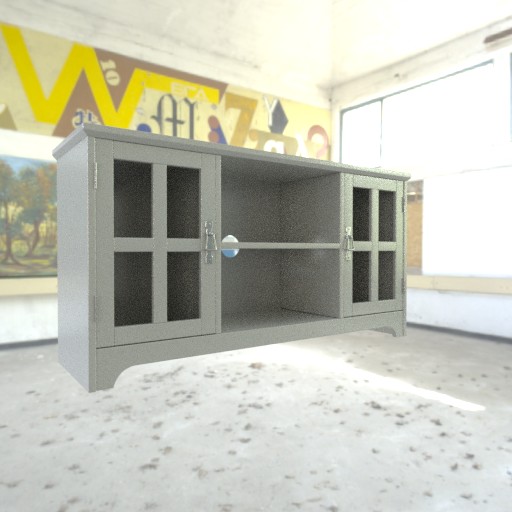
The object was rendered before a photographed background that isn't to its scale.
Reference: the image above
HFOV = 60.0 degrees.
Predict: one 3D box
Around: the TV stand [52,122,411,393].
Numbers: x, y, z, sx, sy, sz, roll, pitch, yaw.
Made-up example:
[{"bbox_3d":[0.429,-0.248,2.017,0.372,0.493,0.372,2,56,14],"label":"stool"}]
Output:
[{"bbox_3d":[0.000,0.000,1.452,1.167,0.603,0.344,-1,1,-35],"label":"TV stand"}]
